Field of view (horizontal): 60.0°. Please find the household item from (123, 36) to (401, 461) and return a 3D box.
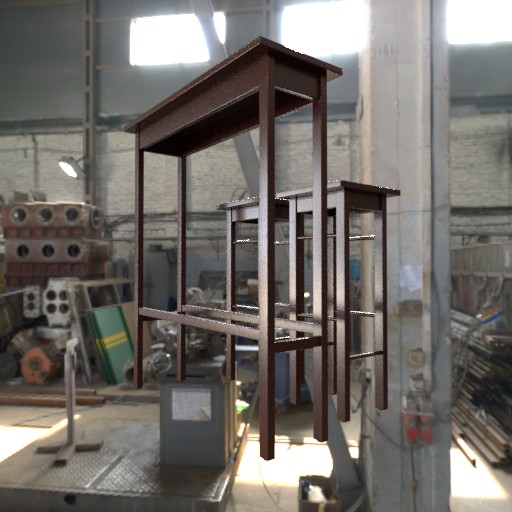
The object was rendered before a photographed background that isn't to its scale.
[{"bbox_3d":[0.000,0.000,1.653,0.676,1.067,0.914,1,-2,-37],"label":"household item"}]
